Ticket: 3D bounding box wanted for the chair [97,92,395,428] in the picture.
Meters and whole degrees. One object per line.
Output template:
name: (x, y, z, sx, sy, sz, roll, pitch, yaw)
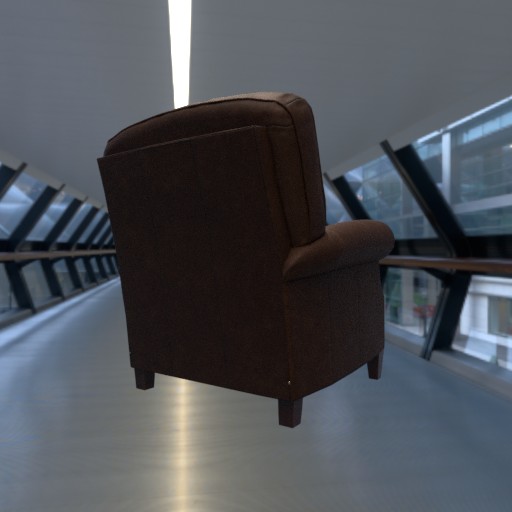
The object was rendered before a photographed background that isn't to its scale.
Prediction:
chair: (0.000, 0.000, 1.757, 0.936, 1.018, 0.986, 0, 0, 35)
